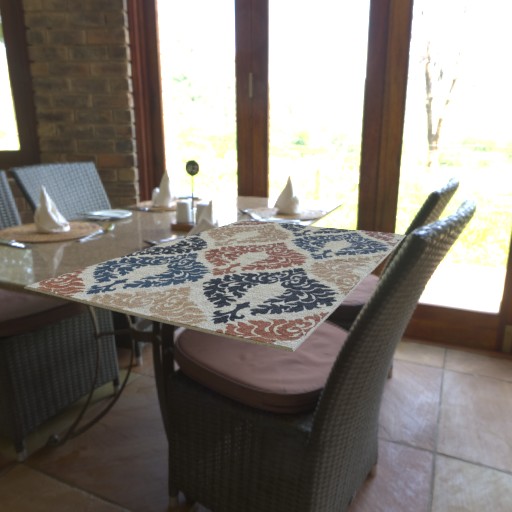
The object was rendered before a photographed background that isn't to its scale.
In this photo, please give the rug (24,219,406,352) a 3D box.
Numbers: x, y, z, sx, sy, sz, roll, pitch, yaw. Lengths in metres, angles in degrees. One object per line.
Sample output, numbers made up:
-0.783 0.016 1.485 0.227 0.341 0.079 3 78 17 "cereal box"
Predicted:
0.000 0.000 2.904 1.514 0.014 2.275 8 17 27 "rug"
